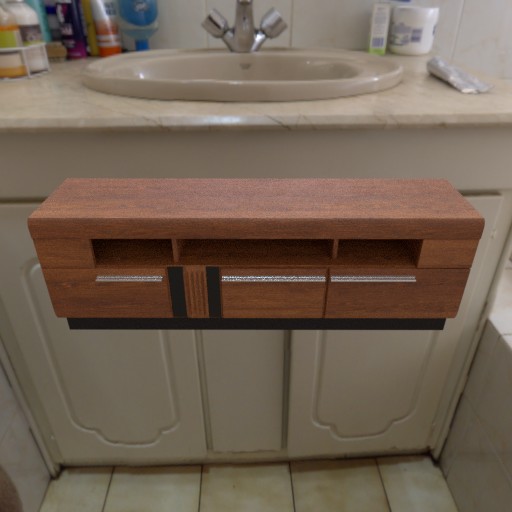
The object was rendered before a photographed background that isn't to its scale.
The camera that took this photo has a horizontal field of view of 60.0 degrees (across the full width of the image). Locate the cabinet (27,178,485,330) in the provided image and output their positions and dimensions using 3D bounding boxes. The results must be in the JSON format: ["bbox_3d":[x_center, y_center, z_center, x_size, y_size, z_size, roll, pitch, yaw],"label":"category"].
[{"bbox_3d":[0.000,0.000,1.826,1.600,0.510,0.419,0,31,0],"label":"cabinet"}]
